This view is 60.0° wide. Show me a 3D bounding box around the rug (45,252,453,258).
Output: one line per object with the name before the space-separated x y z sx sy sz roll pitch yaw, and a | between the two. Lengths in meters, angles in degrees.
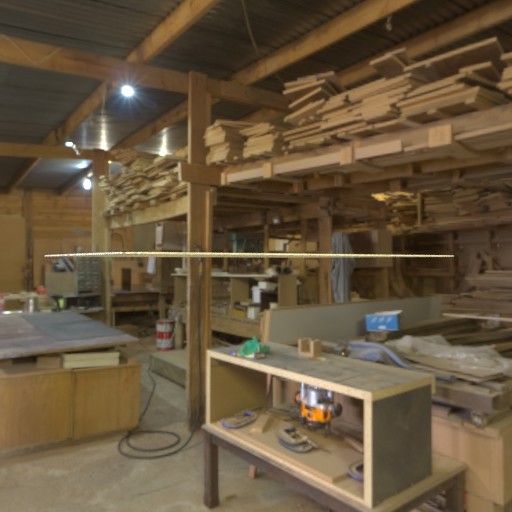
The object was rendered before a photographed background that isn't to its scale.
rug | 0.000 0.000 3.107 2.438 0.010 1.524 0 -1 -36
